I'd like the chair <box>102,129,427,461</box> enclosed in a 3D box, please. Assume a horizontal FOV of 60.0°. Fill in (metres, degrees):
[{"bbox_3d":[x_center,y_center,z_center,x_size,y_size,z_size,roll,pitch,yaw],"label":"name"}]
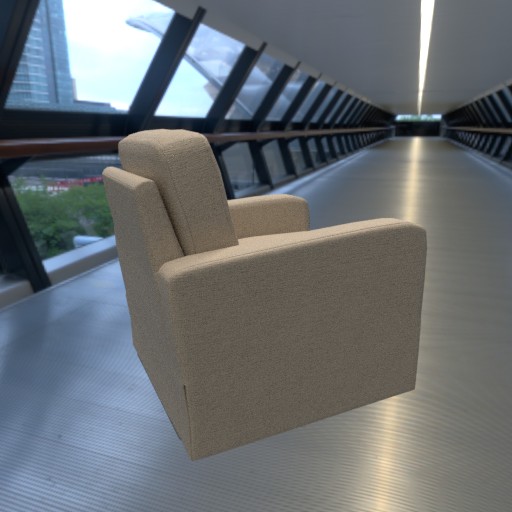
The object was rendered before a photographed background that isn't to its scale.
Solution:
[{"bbox_3d":[0.000,0.000,1.510,0.888,0.827,0.755,-7,17,-25],"label":"chair"}]
